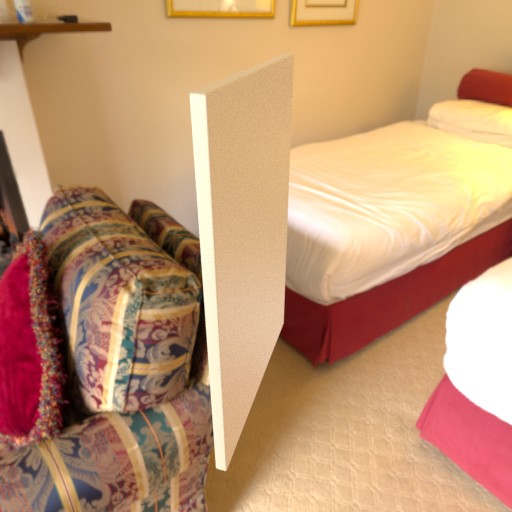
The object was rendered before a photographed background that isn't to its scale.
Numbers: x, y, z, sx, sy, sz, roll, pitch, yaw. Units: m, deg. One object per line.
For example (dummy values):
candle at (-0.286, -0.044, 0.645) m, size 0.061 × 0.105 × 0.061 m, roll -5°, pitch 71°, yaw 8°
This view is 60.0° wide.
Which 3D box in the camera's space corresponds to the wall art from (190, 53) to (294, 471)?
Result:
wall art at (0.000, 0.000, 1.502) m, size 0.038 × 1.183 × 0.808 m, roll 8°, pitch 31°, yaw 14°
